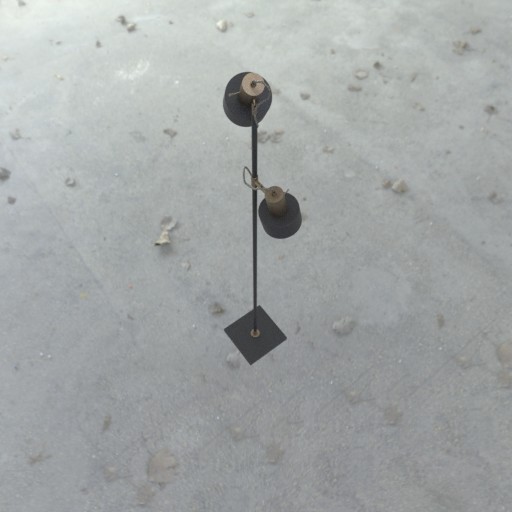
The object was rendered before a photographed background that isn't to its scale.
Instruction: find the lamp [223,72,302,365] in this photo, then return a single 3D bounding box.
[{"bbox_3d":[0.000,0.000,1.657,0.233,1.505,0.315,-32,62,-19],"label":"lamp"}]
